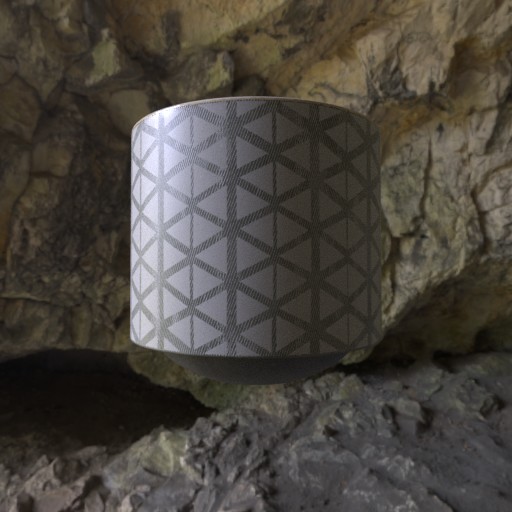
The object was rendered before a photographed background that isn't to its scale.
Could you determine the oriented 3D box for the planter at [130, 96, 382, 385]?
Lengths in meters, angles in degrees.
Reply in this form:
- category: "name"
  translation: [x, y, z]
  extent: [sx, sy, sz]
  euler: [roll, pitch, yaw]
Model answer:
- category: "planter"
  translation: [0.000, 0.000, 0.349]
  extent: [0.190, 0.181, 0.190]
  euler: [0, -1, 0]
